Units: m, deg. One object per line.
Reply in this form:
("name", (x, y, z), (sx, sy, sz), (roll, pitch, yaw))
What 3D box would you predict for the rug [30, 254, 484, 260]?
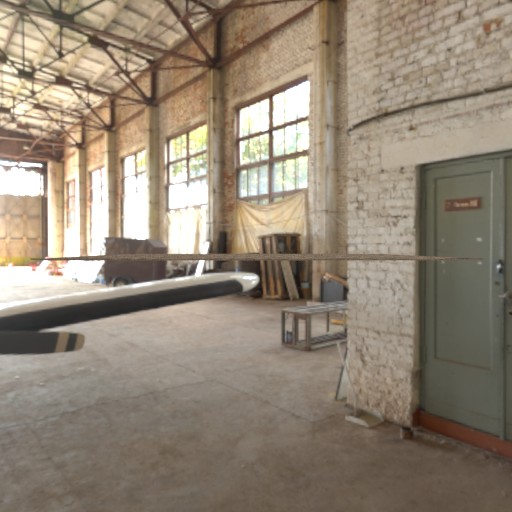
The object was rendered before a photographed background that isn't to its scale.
("rug", (0.000, 0.000, 4.321), (3.205, 0.015, 2.437), (0, 1, -1))
